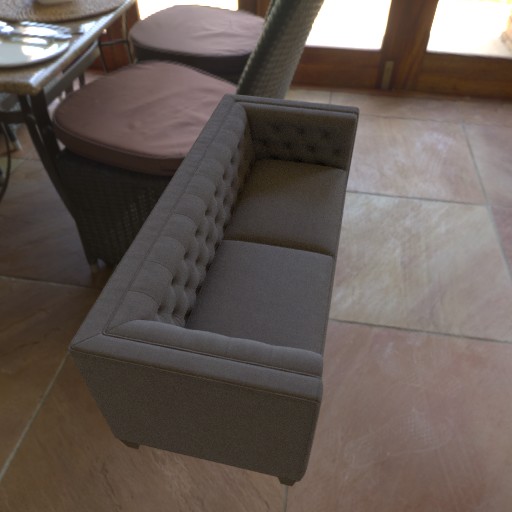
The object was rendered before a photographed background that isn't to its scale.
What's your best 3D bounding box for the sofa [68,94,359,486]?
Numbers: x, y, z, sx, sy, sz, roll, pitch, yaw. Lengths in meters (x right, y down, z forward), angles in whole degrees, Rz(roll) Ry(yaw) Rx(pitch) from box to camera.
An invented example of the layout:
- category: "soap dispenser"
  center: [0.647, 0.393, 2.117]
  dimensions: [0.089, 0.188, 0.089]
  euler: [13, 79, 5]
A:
- category: "sofa"
  center: [0.000, 0.000, 2.144]
  dimensions: [0.775, 0.762, 1.778]
  euler: [9, 46, 9]
